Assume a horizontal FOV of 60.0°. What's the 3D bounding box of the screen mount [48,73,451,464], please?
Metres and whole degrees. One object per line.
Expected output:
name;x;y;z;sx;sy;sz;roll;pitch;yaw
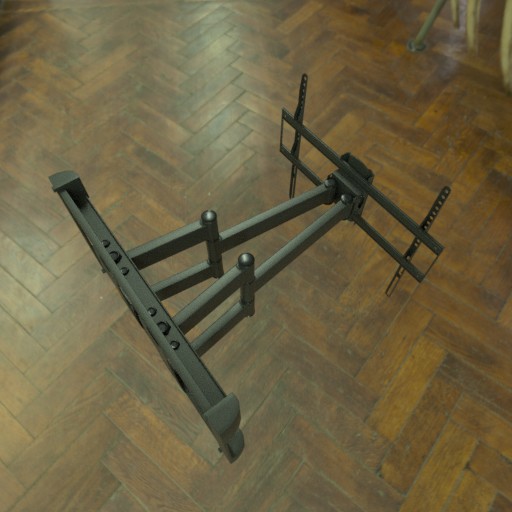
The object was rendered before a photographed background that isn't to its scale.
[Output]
screen mount;0.000;0.000;0.946;0.556;0.424;0.571;-33;64;-18
